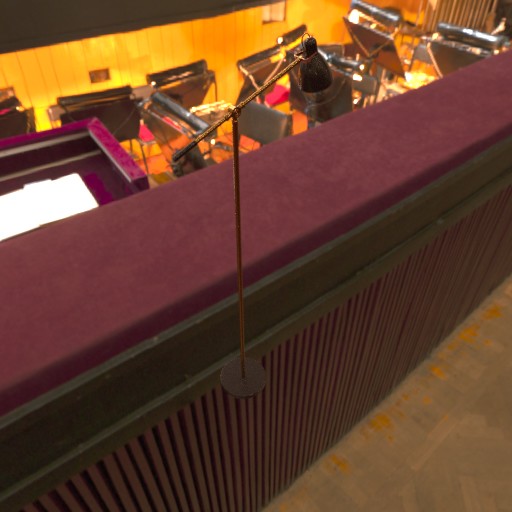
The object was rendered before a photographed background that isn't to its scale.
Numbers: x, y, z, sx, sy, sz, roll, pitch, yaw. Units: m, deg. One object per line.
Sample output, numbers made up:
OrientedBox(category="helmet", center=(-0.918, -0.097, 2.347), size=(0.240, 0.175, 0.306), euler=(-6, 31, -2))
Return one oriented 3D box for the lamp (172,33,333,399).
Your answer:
OrientedBox(category="lamp", center=(0.000, 0.000, 1.817), size=(0.618, 1.628, 0.235), euler=(-26, 48, -26))
